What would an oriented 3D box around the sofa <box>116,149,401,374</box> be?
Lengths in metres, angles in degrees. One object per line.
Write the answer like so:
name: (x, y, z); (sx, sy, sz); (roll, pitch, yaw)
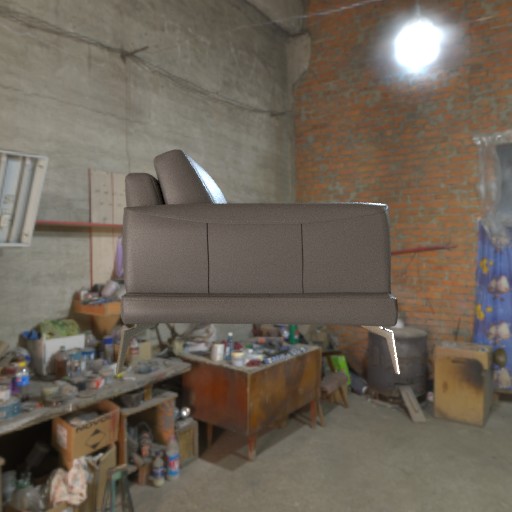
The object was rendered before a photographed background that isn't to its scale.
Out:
sofa: (0.000, 0.000, 2.761); (1.121, 0.930, 2.177); (0, 0, 0)
